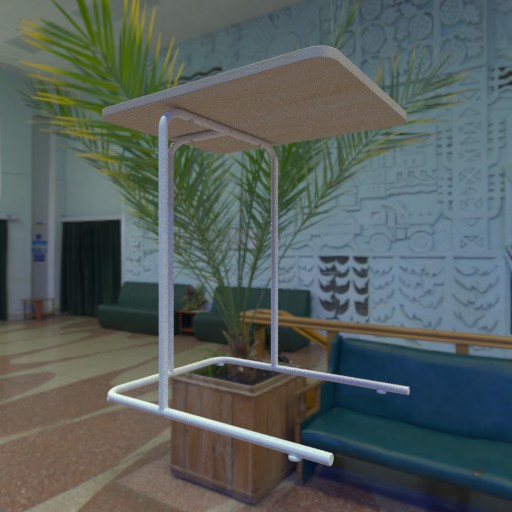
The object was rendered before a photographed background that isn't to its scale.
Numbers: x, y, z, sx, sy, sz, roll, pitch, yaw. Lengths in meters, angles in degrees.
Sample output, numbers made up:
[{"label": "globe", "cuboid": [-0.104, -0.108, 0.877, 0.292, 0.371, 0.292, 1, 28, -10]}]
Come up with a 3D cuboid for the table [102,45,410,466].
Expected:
[{"label": "table", "cuboid": [0.000, 0.000, 0.854, 0.480, 0.550, 0.370, 0, 0, 35]}]
